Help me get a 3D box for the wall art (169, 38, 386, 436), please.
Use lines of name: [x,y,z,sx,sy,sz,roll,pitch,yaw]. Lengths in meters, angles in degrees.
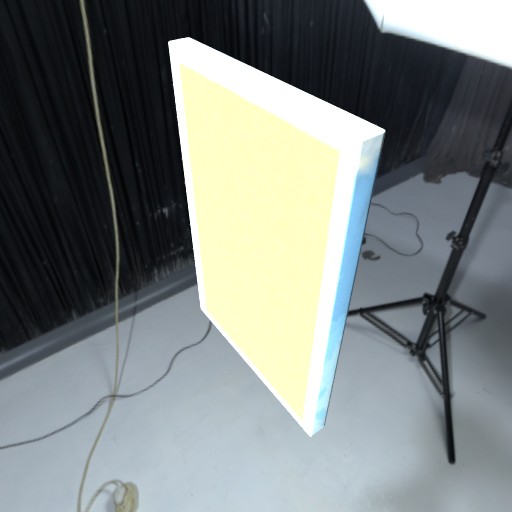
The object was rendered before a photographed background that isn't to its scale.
wall art: [0.000,0.000,0.765,0.038,0.610,0.401,-26,48,-26]
